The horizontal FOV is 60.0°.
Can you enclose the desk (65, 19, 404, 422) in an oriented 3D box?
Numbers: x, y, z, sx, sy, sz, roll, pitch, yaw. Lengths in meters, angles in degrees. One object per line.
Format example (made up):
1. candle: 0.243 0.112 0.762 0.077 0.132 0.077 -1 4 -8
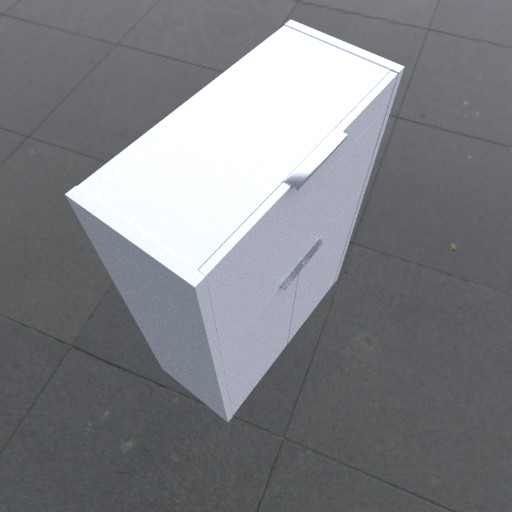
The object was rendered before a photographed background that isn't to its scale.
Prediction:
1. desk: 0.000 0.000 1.577 0.390 1.190 0.850 33 63 19
